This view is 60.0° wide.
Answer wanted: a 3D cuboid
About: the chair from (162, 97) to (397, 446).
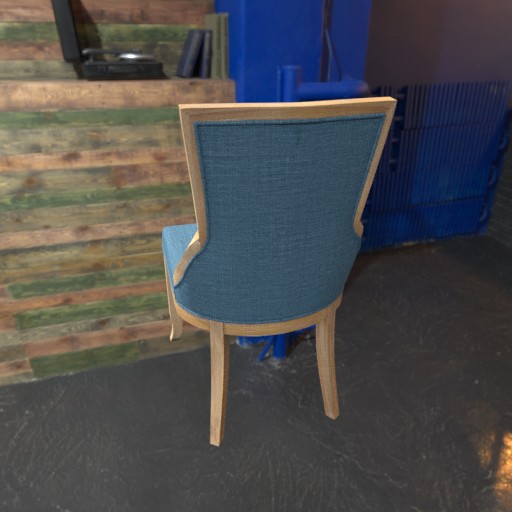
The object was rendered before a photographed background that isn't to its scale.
[{"bbox_3d":[0.000,0.000,1.332,0.524,0.947,0.641,-7,27,-14],"label":"chair"}]
